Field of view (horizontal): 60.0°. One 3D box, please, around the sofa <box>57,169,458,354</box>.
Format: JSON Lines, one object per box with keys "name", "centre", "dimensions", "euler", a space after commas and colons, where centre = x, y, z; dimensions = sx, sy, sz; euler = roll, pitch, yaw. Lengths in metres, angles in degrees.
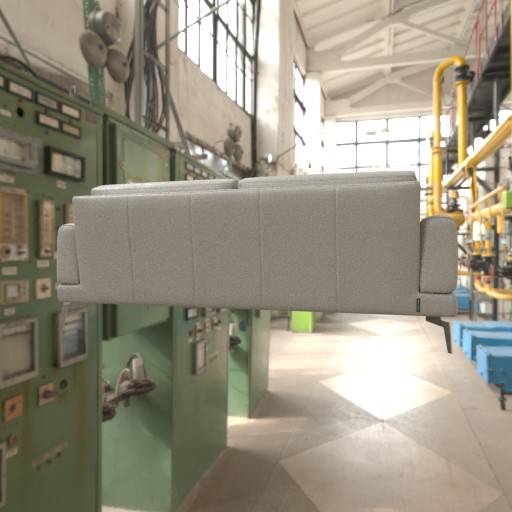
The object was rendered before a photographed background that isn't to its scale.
{"name": "sofa", "centre": [0.000, 0.000, 2.422], "dimensions": [1.940, 0.765, 0.974], "euler": [0, 0, 17]}
